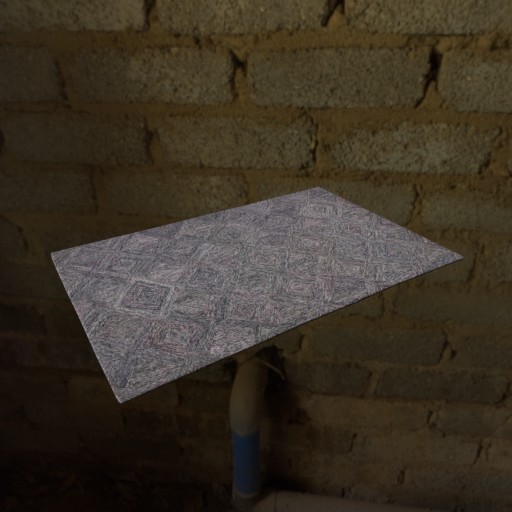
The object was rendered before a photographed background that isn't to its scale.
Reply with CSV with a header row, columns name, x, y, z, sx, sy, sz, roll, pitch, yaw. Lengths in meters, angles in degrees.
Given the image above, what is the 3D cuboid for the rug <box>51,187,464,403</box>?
name,x,y,z,sx,sy,sz,roll,pitch,yaw
rug,0.000,0.000,2.236,1.752,0.013,1.158,-18,34,-28
